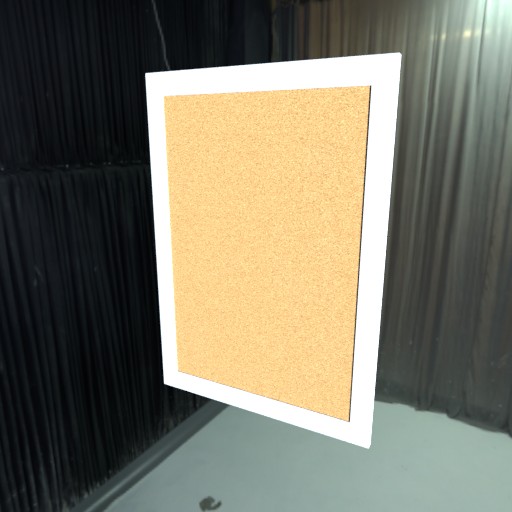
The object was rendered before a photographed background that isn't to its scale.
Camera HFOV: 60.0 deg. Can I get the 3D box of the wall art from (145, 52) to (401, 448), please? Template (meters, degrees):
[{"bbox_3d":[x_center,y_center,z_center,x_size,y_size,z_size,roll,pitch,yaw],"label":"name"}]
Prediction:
[{"bbox_3d":[0.000,0.000,0.661,0.374,0.529,0.012,8,17,27],"label":"wall art"}]
